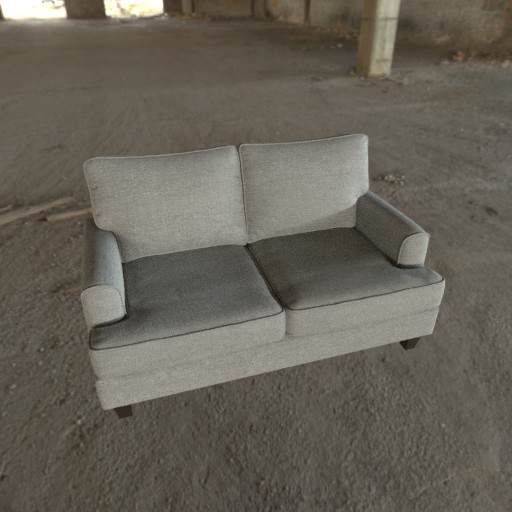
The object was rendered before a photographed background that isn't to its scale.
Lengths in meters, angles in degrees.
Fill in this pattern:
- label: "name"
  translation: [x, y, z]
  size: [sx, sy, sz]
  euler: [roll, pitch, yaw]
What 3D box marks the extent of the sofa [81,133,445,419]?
- label: "sofa"
  translation: [0.000, 0.000, 2.245]
  size: [1.651, 0.965, 0.965]
  euler: [-9, 32, -15]
